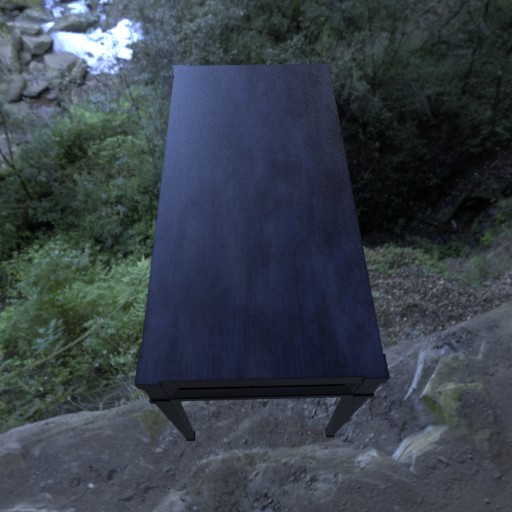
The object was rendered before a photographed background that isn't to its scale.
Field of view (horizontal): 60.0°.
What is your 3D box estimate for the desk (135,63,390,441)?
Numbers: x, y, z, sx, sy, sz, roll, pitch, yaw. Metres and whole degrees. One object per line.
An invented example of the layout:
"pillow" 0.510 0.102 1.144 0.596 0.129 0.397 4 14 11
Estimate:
"desk" 0.000 0.000 1.800 0.630 0.861 1.289 -1 57 -1
